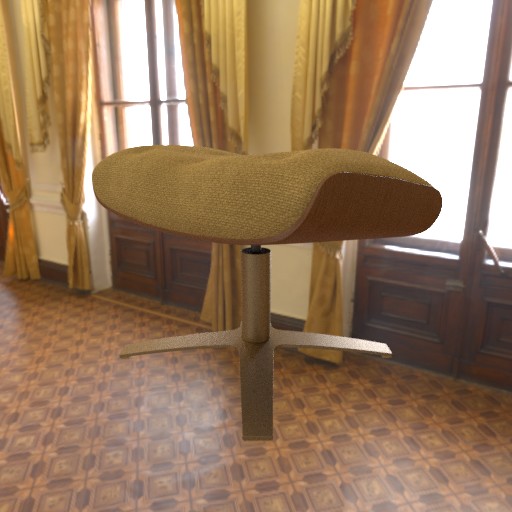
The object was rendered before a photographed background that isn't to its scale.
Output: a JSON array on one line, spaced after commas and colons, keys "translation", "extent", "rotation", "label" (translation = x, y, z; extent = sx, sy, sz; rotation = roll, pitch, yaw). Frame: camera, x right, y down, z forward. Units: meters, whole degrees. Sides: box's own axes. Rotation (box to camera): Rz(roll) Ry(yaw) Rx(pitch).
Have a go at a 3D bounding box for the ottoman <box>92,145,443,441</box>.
[{"translation": [0.000, 0.000, 0.809], "extent": [0.520, 0.391, 0.394], "rotation": [14, 21, 43], "label": "ottoman"}]
